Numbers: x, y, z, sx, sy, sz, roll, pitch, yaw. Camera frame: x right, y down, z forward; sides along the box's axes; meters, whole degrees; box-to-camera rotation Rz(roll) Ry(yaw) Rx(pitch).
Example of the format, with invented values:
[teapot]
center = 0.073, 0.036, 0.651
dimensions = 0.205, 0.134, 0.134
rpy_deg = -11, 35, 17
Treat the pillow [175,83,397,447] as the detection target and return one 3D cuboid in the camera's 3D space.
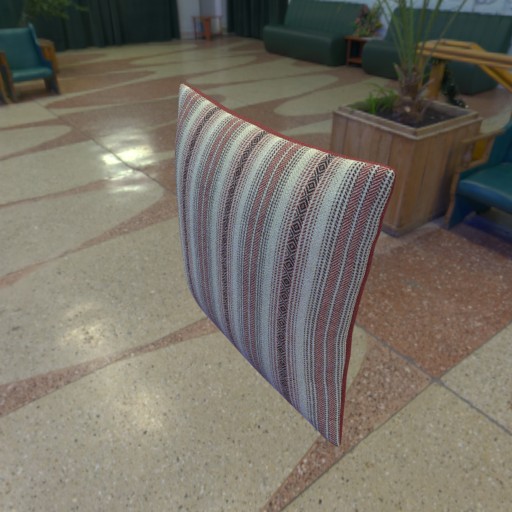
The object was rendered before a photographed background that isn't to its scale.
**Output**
[pillow]
center = 0.000, 0.000, 0.787
dimensions = 0.166, 0.497, 0.513
rpy_deg = -21, 39, -28
